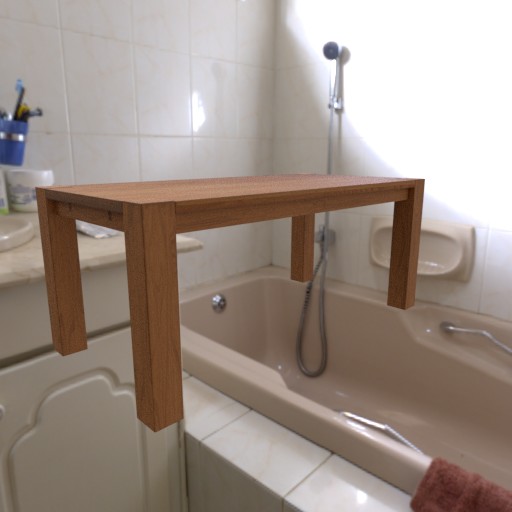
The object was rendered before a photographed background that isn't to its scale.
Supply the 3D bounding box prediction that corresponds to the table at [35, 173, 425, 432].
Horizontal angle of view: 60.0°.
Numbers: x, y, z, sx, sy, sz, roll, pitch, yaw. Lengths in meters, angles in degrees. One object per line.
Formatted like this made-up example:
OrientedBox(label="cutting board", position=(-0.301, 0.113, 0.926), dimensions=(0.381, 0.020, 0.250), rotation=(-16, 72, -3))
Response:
OrientedBox(label="table", position=(0.000, 0.000, 2.305), dimensions=(1.800, 0.760, 0.900), rotation=(-12, 18, -43))
